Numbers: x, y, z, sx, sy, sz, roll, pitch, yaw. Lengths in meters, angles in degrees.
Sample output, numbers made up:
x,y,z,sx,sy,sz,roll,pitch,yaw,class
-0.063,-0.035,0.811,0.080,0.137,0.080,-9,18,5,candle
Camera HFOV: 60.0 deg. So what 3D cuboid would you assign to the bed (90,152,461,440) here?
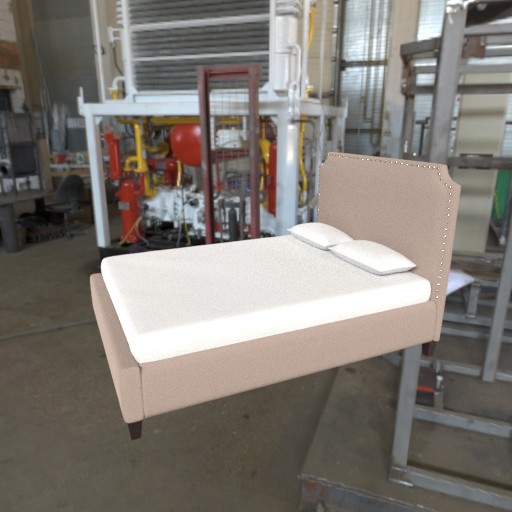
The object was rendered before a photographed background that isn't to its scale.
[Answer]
x,y,z,sx,sy,sz,roll,pitch,yaw,class
0.000,0.000,3.468,2.372,1.443,1.713,-8,19,-24,bed
